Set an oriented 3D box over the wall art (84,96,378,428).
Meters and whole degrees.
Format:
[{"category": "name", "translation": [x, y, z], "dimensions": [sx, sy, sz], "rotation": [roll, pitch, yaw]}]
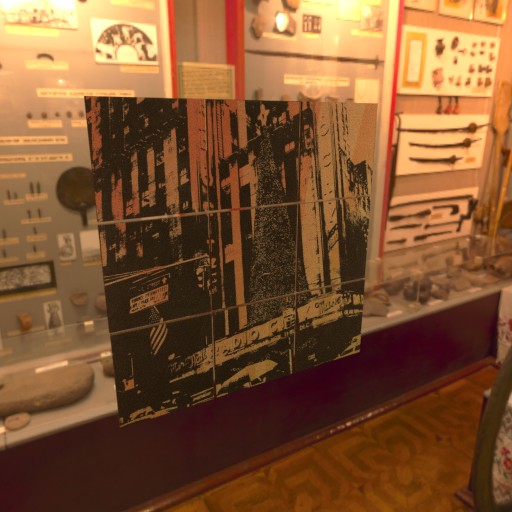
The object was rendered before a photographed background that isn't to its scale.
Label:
[{"category": "wall art", "translation": [0.000, 0.000, 1.383], "dimensions": [0.919, 0.917, 0.010], "rotation": [-9, 19, -28]}]
